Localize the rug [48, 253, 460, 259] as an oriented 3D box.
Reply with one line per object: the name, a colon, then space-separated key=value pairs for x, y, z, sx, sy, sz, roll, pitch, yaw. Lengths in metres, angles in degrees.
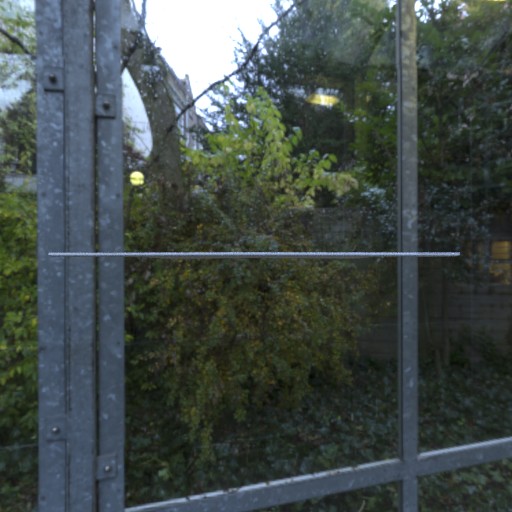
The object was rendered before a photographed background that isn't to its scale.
rug: x=0.000 y=0.000 z=4.254 sx=2.467 sy=0.046 sz=3.245 roll=0 pitch=-1 yaw=1
